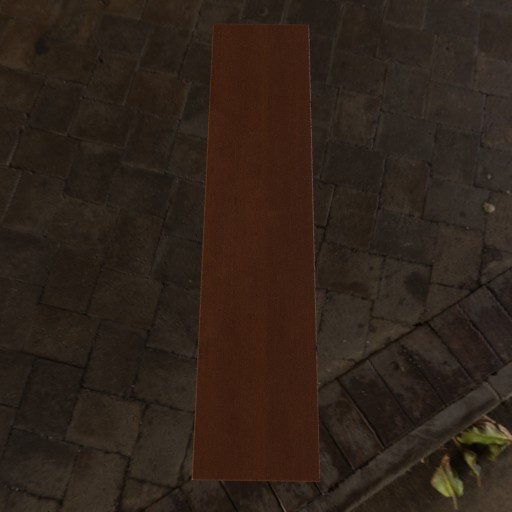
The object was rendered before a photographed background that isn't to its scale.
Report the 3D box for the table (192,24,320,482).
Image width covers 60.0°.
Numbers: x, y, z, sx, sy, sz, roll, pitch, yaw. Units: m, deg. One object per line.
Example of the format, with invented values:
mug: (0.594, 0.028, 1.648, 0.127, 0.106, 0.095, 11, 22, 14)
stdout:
table: (0.000, 0.000, 1.471, 0.308, 0.698, 1.220, 1, 74, 0)
